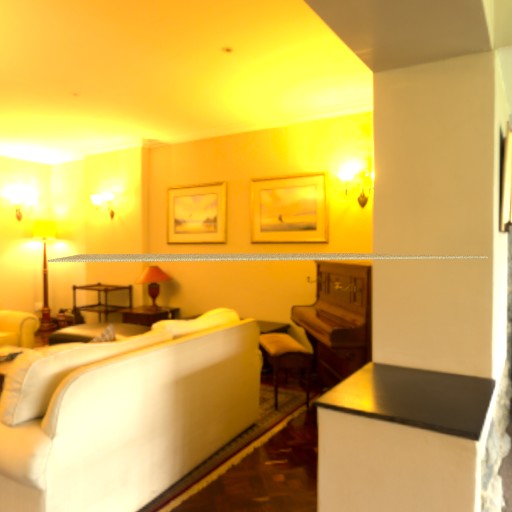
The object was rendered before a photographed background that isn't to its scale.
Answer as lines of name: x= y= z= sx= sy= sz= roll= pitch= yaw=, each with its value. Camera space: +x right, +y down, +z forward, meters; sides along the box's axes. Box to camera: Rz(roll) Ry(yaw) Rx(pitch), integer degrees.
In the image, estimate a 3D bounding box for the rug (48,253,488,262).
rug: x=0.000 y=0.000 z=2.316 sx=1.829 sy=0.010 sz=1.219 roll=0 pitch=1 yaw=-18
